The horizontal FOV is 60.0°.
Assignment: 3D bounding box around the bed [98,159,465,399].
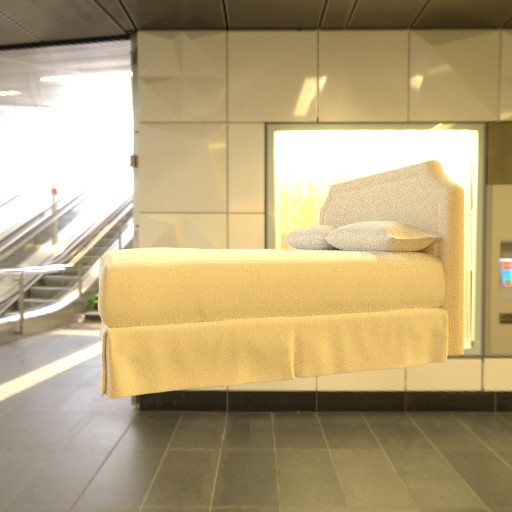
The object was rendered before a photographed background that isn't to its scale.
[{"bbox_3d":[0.000,0.000,3.792,2.548,1.524,2.134,-1,2,-19],"label":"bed"}]
